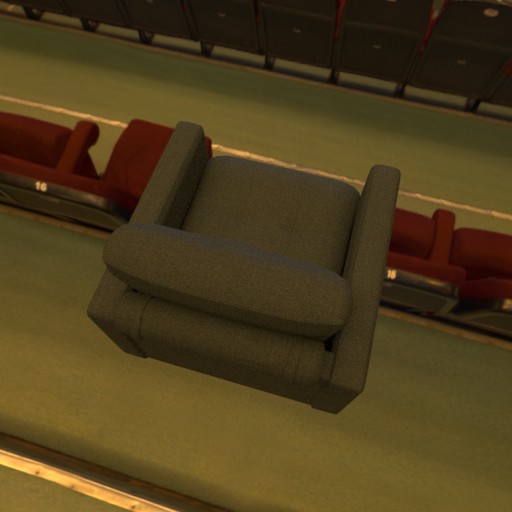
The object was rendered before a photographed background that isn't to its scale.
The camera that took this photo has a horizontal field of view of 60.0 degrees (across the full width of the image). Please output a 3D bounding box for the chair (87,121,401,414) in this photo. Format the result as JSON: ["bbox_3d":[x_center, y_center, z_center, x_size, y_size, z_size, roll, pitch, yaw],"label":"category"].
[{"bbox_3d":[0.000,0.000,1.507,0.821,0.880,0.843,14,64,7],"label":"chair"}]
